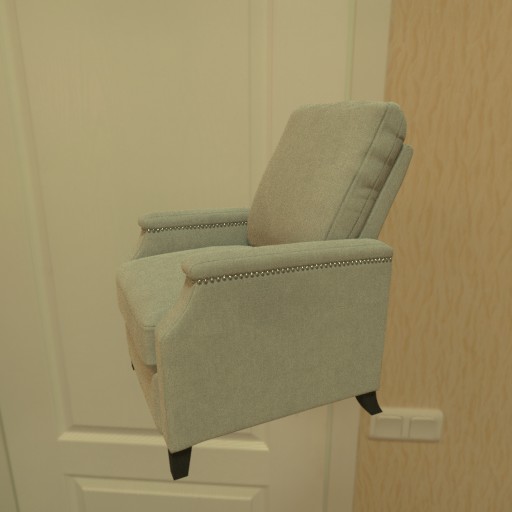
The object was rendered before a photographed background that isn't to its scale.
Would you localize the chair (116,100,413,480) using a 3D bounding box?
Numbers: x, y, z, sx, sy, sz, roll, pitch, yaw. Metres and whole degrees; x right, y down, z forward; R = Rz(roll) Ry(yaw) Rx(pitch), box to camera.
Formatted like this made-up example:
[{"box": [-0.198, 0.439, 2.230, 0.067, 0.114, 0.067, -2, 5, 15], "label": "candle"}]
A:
[{"box": [0.000, 0.000, 1.576, 0.922, 1.049, 0.710, -8, 18, -24], "label": "chair"}]
